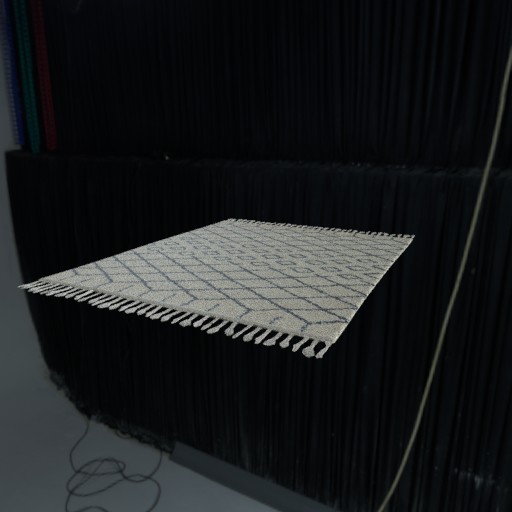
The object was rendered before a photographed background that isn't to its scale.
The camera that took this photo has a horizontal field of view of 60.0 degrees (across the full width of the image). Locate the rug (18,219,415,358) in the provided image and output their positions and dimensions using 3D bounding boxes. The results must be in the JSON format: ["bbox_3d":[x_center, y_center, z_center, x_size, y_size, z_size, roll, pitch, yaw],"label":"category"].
[{"bbox_3d":[0.000,0.000,4.131,2.388,0.030,3.213,8,17,26],"label":"rug"}]
